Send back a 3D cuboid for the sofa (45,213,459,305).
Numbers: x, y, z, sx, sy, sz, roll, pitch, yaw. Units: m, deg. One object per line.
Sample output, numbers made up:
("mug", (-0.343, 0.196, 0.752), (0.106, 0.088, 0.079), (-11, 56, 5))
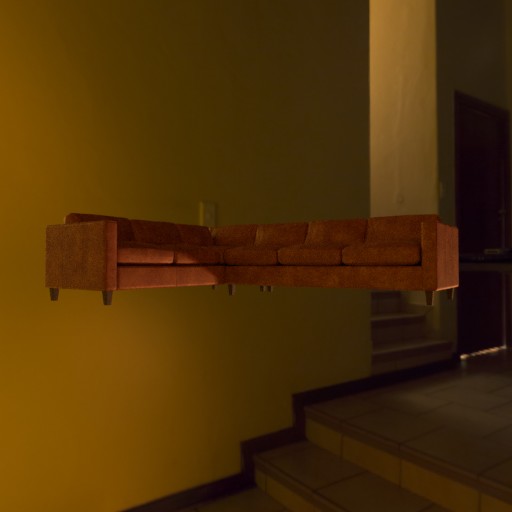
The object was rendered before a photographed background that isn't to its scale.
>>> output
("sofa", (0.000, 0.000, 4.251), (3.150, 0.838, 2.438), (-1, -1, 35))
